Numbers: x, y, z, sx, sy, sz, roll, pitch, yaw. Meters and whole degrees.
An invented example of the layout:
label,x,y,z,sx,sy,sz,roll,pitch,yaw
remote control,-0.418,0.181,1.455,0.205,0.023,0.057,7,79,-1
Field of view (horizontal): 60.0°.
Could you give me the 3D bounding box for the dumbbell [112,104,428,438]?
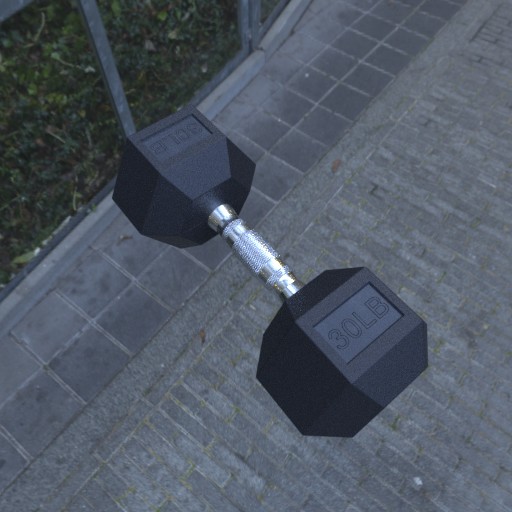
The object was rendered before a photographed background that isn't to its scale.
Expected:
label,x,y,z,sx,sy,sz,roll,pitch,yaw
dumbbell,0.000,0.000,0.412,0.142,0.123,0.337,-35,65,-19
